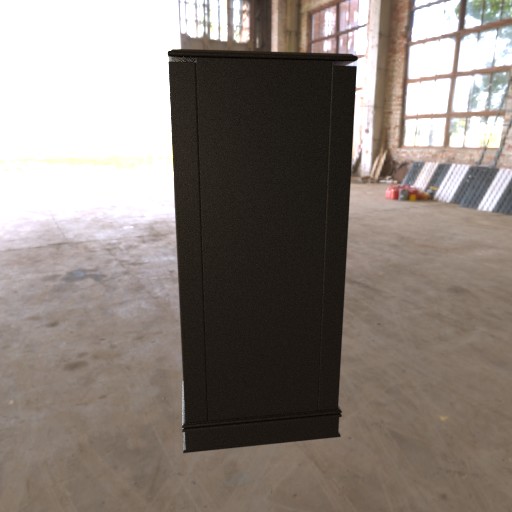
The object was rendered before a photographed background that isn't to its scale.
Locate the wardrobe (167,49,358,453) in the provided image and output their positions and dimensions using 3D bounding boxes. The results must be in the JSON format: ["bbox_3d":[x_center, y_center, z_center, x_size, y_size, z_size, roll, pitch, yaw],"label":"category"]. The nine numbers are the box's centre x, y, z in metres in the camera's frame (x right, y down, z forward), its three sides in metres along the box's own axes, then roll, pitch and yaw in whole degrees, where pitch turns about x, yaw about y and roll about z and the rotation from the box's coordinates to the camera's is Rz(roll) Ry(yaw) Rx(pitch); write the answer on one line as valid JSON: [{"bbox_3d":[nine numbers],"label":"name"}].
[{"bbox_3d":[0.000,0.000,1.242,0.444,1.011,0.295,-2,15,-8],"label":"wardrobe"}]
